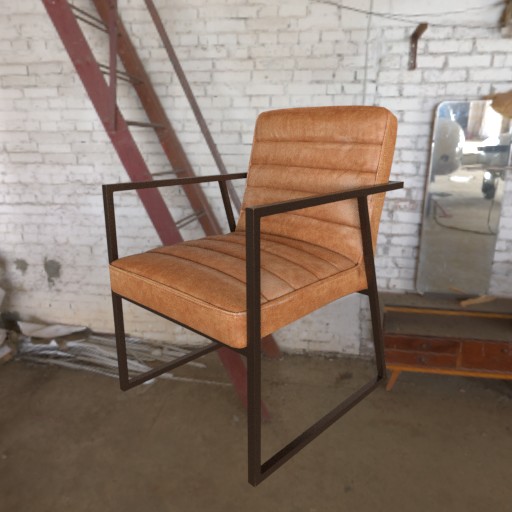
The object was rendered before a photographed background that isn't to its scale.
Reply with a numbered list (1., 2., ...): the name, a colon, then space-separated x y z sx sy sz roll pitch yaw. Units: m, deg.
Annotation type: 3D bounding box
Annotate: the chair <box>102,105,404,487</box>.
1. chair: 0.000 0.000 1.270 0.571 0.832 0.677 14 21 42
